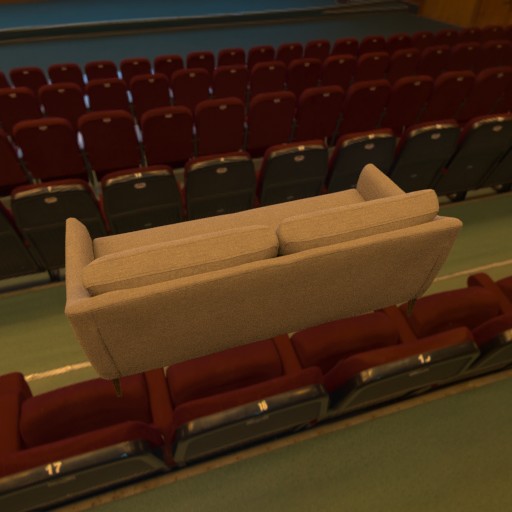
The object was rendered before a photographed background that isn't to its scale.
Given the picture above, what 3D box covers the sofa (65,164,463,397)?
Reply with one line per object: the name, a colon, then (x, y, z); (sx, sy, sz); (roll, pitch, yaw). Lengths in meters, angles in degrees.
sofa: (0.000, 0.000, 2.575); (2.036, 0.913, 0.980); (-12, 43, -14)
